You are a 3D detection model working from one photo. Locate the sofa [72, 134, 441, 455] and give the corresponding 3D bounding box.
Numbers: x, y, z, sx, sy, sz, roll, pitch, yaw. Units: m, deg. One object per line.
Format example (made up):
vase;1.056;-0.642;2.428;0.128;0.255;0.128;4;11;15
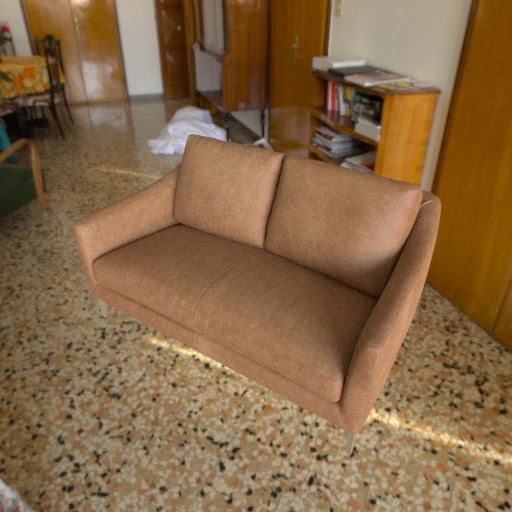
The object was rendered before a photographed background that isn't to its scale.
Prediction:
sofa;0.000;0.000;2.201;1.619;0.902;0.960;20;36;30
